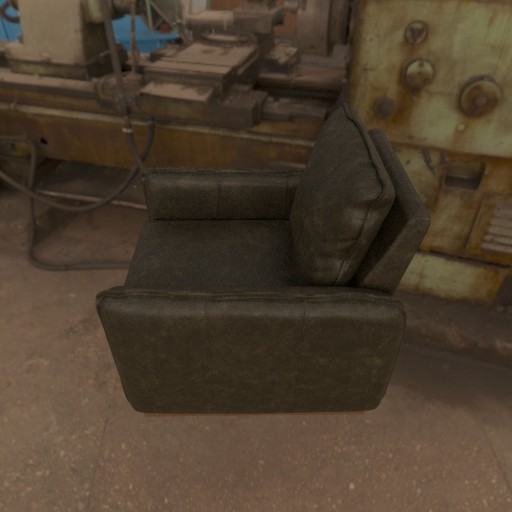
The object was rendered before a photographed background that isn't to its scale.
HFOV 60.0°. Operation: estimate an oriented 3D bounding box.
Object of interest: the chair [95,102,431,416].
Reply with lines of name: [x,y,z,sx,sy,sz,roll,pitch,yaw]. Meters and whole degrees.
chair: [0.000,0.000,1.591,0.921,0.921,0.830,0,40,-1]
